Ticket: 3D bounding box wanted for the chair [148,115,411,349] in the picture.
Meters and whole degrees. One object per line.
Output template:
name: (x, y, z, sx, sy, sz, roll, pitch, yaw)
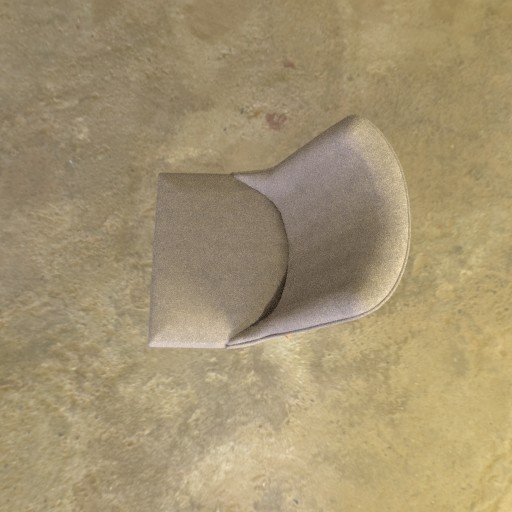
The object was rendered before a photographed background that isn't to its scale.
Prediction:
chair: (0.000, 0.000, 1.335, 0.636, 0.916, 0.548, 1, 78, 0)
